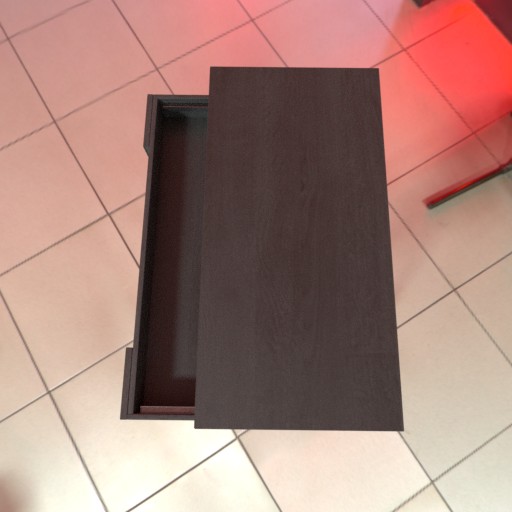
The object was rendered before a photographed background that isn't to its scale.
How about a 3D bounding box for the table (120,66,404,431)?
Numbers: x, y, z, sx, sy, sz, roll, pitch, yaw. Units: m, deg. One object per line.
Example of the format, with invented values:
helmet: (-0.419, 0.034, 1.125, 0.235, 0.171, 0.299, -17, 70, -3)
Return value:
table: (0.000, 0.000, 1.449, 0.711, 0.570, 1.000, 1, 75, 0)
